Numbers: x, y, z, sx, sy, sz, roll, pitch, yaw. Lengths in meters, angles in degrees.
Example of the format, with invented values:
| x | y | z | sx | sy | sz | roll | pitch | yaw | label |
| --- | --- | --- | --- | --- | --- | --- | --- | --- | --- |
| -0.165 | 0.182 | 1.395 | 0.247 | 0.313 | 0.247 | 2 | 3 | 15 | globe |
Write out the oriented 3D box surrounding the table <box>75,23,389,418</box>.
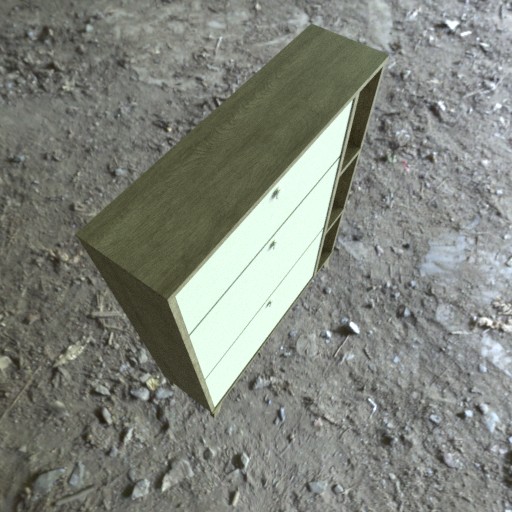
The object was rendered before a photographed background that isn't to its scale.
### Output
| x | y | z | sx | sy | sz | roll | pitch | yaw | label |
| --- | --- | --- | --- | --- | --- | --- | --- | --- | --- |
| 0.000 | 0.000 | 1.537 | 0.256 | 1.135 | 0.902 | 32 | 64 | 18 | table |
